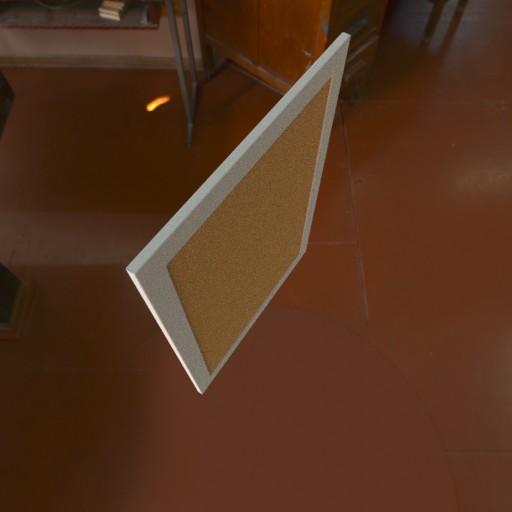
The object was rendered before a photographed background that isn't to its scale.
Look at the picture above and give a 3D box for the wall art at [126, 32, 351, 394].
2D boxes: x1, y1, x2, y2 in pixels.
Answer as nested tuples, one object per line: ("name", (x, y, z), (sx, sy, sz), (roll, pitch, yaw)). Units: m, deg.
("wall art", (0.000, 0.000, 0.678), (0.012, 0.529, 0.374), (31, 67, 15))
